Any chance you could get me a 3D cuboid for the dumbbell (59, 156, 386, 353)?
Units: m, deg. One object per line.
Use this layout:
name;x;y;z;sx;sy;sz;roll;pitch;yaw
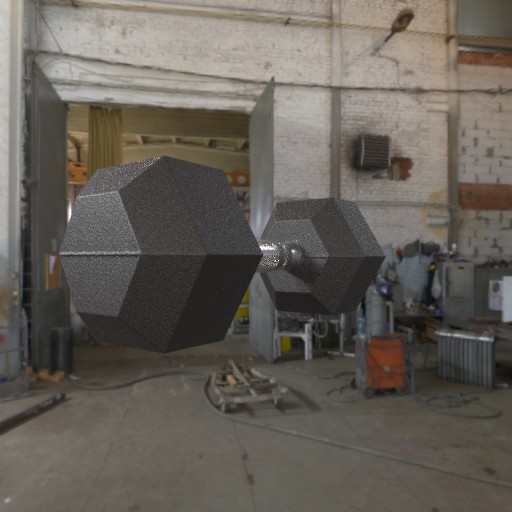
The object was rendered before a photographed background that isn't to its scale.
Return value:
dumbbell;0.000;0.000;0.412;0.142;0.123;0.337;0;-1;36
